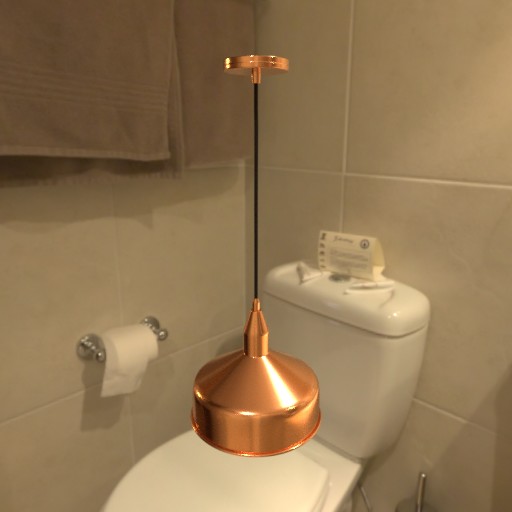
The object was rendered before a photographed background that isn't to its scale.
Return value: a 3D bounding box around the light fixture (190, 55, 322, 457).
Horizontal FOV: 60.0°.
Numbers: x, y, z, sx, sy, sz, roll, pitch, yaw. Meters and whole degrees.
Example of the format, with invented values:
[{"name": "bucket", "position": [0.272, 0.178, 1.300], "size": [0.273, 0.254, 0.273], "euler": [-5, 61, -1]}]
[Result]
[{"name": "light fixture", "position": [0.000, 0.000, 0.926], "size": [0.301, 0.754, 0.301], "euler": [2, 16, 8]}]
